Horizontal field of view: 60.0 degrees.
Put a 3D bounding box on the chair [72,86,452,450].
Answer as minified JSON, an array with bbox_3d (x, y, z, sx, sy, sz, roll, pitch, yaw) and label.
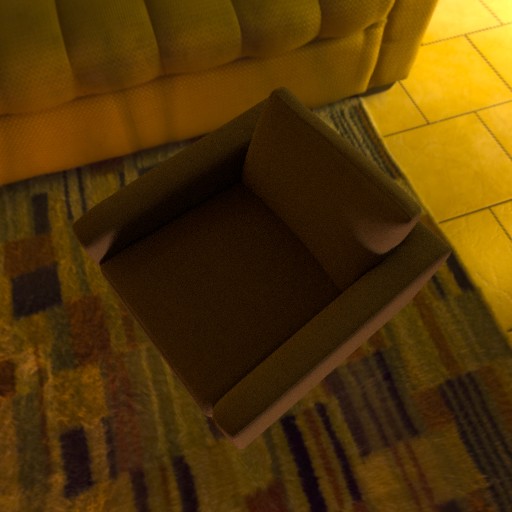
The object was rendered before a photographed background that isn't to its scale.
[{"bbox_3d":[0.000,0.000,1.877,1.100,0.847,1.070,-36,69,-17],"label":"chair"}]
